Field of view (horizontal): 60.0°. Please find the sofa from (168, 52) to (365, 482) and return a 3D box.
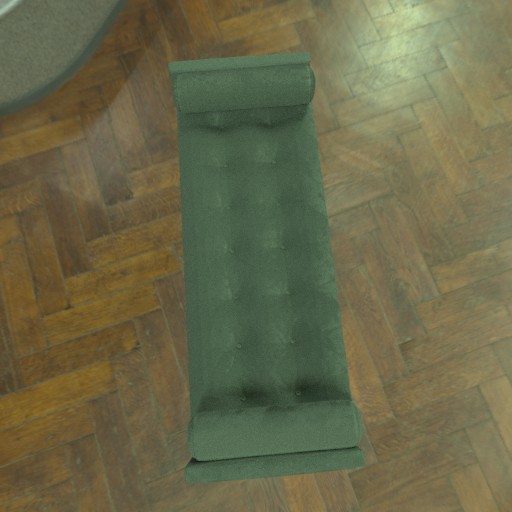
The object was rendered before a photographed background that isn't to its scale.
[{"bbox_3d":[0.000,0.000,2.416,0.796,0.705,2.102,-5,75,-1],"label":"sofa"}]
